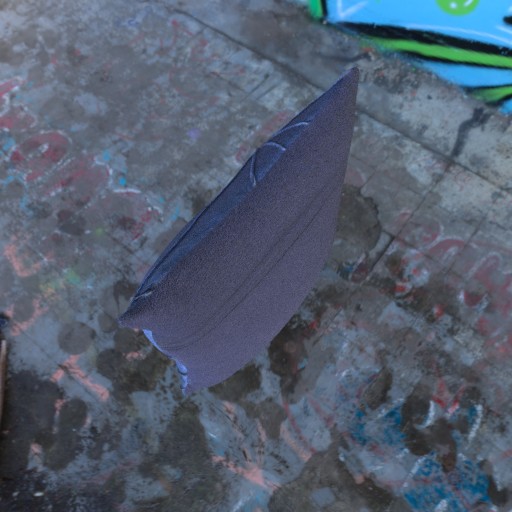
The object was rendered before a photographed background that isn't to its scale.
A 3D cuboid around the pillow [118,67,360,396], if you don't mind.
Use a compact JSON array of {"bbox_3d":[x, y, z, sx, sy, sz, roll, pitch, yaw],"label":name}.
[{"bbox_3d":[0.000,0.000,0.691,0.183,0.440,0.439,35,69,16],"label":"pillow"}]
